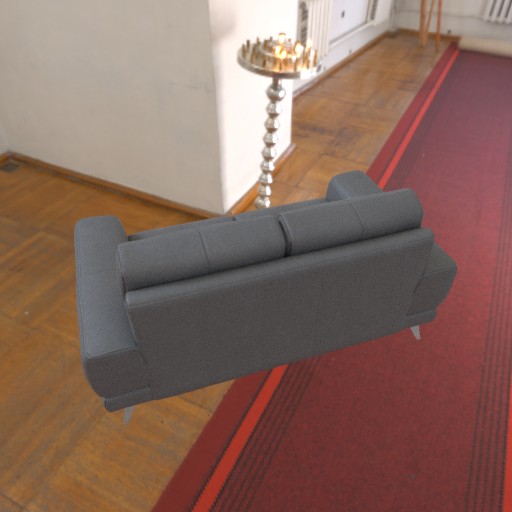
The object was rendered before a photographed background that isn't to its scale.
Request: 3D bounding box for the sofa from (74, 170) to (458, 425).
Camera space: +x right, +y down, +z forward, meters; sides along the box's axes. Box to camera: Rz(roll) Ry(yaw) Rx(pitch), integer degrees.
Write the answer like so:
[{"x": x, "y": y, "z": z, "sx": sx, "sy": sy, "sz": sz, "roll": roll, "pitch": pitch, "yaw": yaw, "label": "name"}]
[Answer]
[{"x": 0.000, "y": 0.000, "z": 2.347, "sx": 1.806, "sy": 0.907, "sz": 1.018, "roll": -12, "pitch": 42, "yaw": -14, "label": "sofa"}]
